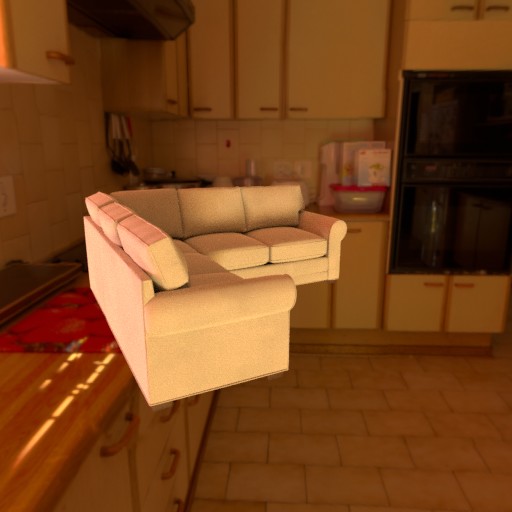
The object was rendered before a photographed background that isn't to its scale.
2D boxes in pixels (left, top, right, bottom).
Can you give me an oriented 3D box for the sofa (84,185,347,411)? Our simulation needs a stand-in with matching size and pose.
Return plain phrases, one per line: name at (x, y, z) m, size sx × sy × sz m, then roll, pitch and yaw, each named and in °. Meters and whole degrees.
sofa at (0.000, 0.000, 3.957) m, size 2.562 × 1.053 × 2.487 m, roll -7°, pitch 16°, yaw -27°
